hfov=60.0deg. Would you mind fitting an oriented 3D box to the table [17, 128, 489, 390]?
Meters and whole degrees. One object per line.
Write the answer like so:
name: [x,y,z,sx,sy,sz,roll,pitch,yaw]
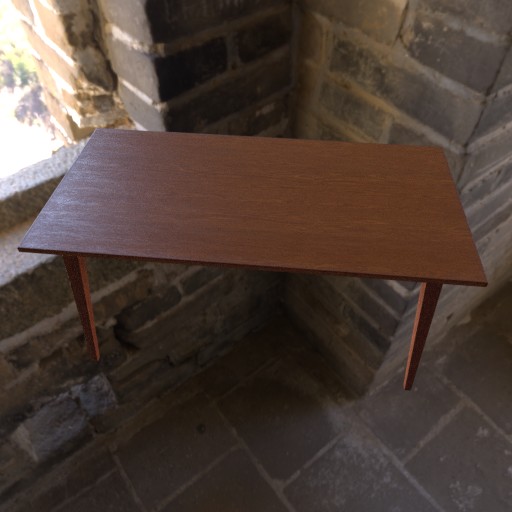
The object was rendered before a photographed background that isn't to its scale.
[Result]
table: [0.000,0.000,2.050,1.609,0.755,0.811,4,47,4]
